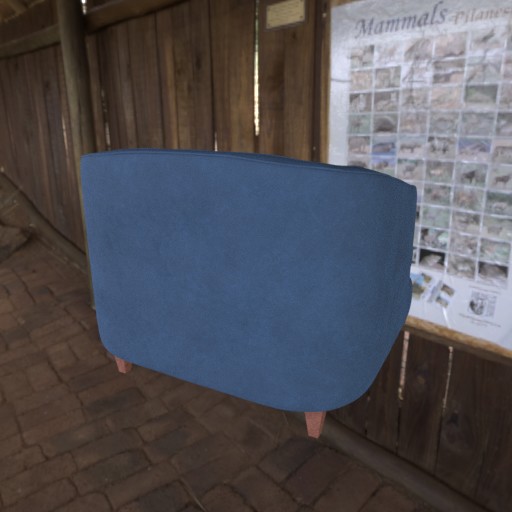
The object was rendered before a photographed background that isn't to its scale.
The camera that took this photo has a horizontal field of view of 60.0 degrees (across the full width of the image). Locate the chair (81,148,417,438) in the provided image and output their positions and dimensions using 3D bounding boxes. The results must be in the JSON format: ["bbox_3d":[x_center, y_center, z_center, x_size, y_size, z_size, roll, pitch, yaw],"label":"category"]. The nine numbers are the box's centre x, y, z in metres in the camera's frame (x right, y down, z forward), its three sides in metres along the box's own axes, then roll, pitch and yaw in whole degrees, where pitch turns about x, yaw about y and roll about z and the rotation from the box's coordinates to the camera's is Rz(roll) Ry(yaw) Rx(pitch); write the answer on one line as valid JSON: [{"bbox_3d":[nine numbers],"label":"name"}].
[{"bbox_3d":[0.000,0.000,1.721,1.094,0.852,0.940,9,19,26],"label":"chair"}]
